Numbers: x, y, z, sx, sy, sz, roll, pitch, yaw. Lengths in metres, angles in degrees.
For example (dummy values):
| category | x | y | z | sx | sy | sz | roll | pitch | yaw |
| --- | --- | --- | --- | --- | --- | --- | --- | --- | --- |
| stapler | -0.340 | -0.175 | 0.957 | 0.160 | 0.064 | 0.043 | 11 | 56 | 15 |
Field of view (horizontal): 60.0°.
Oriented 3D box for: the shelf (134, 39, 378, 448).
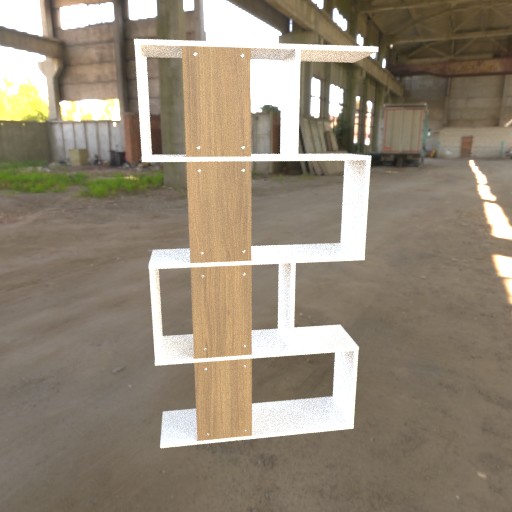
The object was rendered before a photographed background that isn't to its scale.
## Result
| category | x | y | z | sx | sy | sz | roll | pitch | yaw |
| --- | --- | --- | --- | --- | --- | --- | --- | --- | --- |
| shelf | 0.000 | 0.000 | 1.923 | 0.890 | 1.650 | 0.250 | -2 | 15 | -9 |
